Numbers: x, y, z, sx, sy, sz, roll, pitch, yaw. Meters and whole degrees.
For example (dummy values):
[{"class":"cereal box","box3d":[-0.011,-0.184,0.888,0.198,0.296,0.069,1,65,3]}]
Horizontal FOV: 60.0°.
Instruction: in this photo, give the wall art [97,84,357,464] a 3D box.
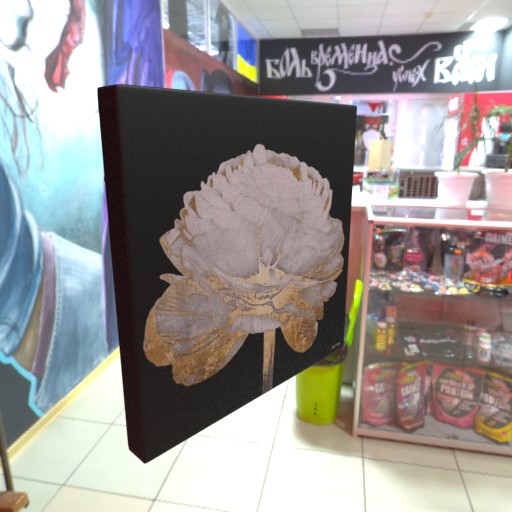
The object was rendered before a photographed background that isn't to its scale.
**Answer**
[{"class":"wall art","box3d":[0.000,0.000,0.604,0.041,0.407,0.406,14,21,42]}]
